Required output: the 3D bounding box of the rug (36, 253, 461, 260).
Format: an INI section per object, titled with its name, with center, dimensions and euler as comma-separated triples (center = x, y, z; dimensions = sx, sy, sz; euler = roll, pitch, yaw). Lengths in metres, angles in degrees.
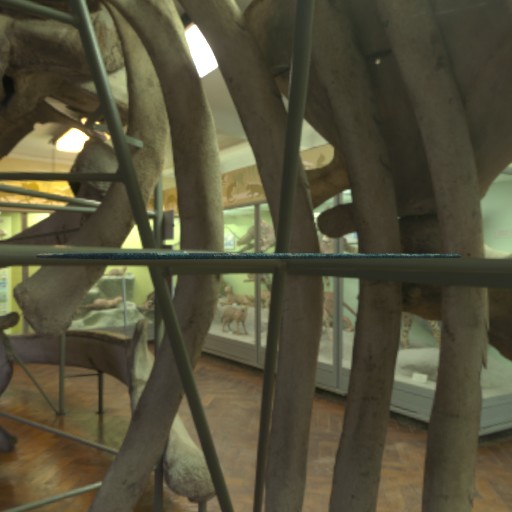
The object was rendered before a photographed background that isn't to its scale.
[rug]
center = 0.000, 0.000, 2.975
dimensions = 2.450, 0.027, 1.540
euler = 0, 0, -36
